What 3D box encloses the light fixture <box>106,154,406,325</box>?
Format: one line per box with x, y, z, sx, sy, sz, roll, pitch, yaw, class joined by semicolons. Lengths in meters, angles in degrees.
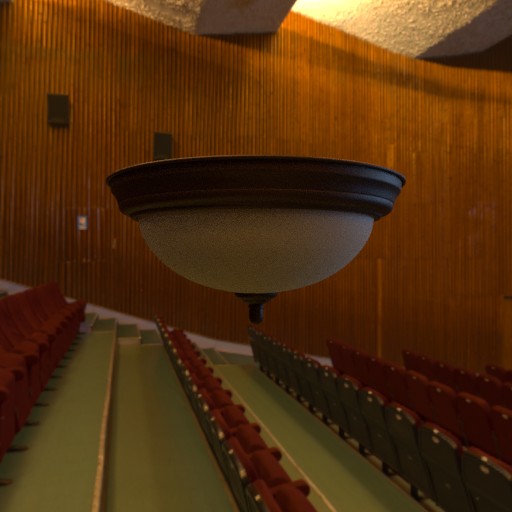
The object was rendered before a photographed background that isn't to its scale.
0.000;0.000;0.436;0.280;0.135;0.280;0;0;0;light fixture
